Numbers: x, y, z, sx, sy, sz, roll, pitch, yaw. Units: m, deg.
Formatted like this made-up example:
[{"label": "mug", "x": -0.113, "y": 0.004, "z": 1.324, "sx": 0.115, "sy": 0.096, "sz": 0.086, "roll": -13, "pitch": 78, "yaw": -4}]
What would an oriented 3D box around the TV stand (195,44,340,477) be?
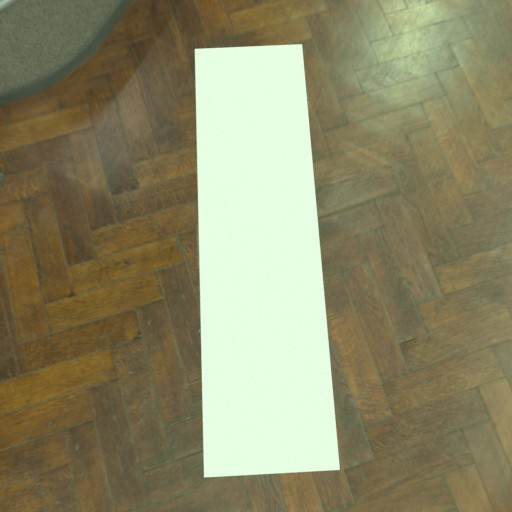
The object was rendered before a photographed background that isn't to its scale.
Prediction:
[{"label": "TV stand", "x": 0.000, "y": 0.000, "z": 1.682, "sx": 0.401, "sy": 0.560, "sz": 1.398, "roll": -3, "pitch": 76, "yaw": -1}]
